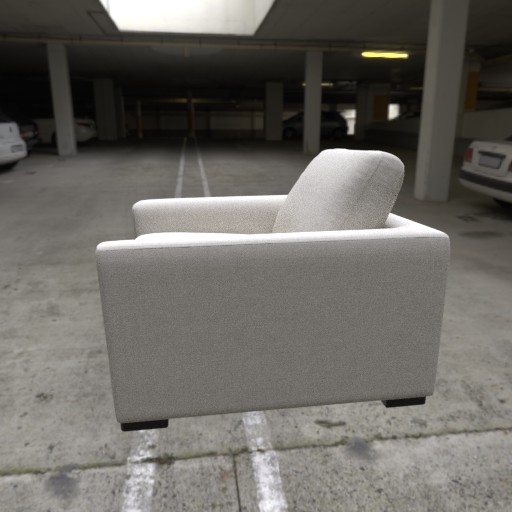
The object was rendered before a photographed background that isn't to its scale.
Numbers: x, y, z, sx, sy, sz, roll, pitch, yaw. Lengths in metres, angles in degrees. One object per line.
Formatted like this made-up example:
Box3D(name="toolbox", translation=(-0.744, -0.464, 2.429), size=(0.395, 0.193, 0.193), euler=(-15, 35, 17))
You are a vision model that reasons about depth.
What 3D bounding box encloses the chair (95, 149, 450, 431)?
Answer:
Box3D(name="chair", translation=(0.000, 0.000, 1.867), size=(1.100, 0.876, 1.070), euler=(-2, 15, -8))
